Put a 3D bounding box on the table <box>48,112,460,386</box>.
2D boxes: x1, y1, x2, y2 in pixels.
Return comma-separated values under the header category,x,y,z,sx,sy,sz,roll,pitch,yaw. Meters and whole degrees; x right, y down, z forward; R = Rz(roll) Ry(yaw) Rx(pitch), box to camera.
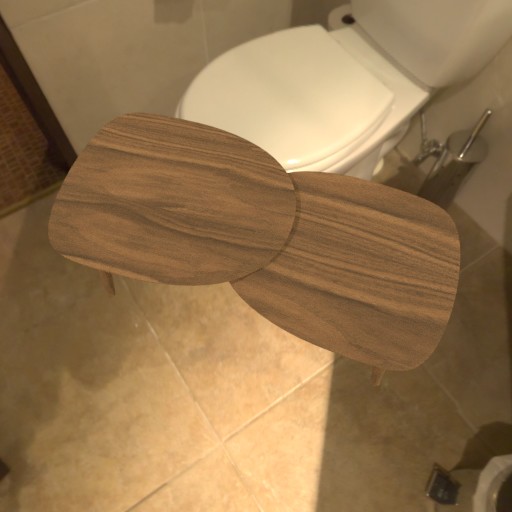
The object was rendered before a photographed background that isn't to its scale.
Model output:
category,x,y,z,sx,sy,sz,roll,pitch,yaw
table,0.000,0.000,1.350,1.084,0.429,0.527,17,65,8
